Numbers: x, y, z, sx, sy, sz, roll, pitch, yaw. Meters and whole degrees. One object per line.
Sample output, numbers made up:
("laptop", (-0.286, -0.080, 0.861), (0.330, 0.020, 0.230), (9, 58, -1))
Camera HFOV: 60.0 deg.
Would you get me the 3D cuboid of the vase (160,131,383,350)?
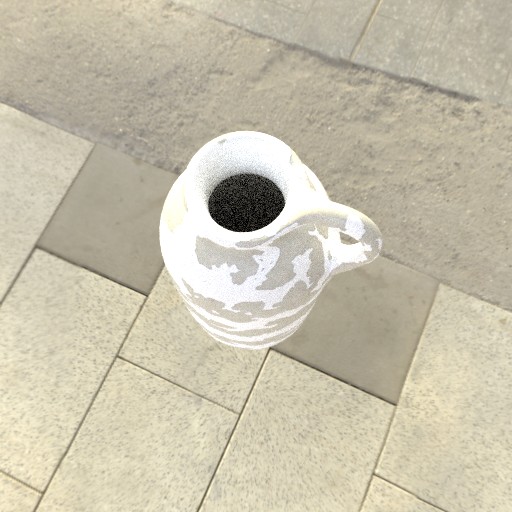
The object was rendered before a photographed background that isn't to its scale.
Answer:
("vase", (0.000, 0.000, 0.486), (0.203, 0.382, 0.186), (21, 75, 6))
